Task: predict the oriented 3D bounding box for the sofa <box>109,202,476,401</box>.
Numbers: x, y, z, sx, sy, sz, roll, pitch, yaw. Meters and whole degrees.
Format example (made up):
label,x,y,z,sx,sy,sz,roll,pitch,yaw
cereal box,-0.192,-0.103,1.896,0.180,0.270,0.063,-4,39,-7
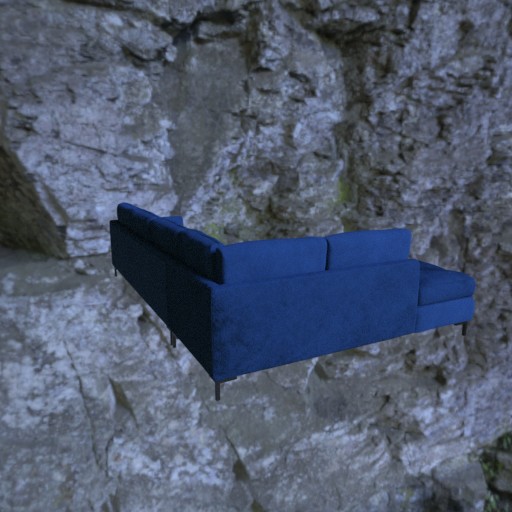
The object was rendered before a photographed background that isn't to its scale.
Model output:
label,x,y,z,sx,sy,sz,roll,pitch,yaw
sofa,0.000,0.000,3.924,2.007,0.815,2.949,-6,14,-27
